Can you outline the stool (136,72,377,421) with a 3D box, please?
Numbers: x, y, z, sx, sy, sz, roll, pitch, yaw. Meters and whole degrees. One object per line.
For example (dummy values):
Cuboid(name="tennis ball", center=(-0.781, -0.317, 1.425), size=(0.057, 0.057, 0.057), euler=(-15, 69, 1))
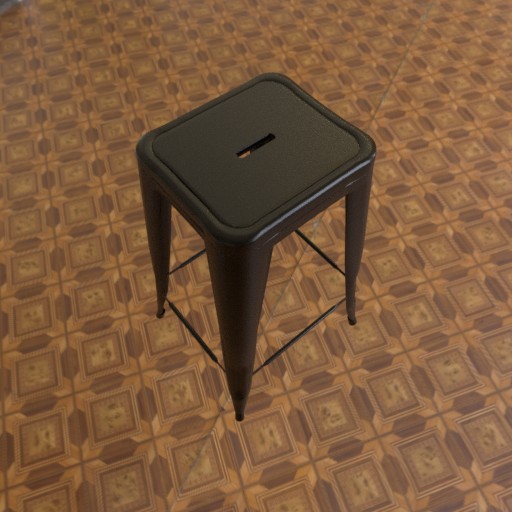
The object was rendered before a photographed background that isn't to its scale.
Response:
Cuboid(name="stool", center=(0.000, 0.000, 0.905), size=(0.423, 0.609, 0.455), euler=(34, 64, 20))
